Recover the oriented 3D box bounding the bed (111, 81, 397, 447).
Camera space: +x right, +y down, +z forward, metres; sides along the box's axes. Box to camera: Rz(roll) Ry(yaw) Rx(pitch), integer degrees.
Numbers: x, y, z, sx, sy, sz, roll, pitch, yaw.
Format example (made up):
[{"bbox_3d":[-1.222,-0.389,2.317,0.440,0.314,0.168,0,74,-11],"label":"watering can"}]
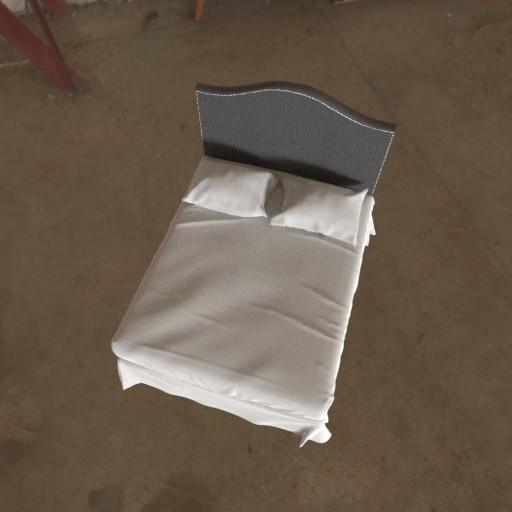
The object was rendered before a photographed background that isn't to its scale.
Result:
[{"bbox_3d":[0.000,0.000,3.428,1.876,1.645,2.221,15,60,9],"label":"bed"}]
